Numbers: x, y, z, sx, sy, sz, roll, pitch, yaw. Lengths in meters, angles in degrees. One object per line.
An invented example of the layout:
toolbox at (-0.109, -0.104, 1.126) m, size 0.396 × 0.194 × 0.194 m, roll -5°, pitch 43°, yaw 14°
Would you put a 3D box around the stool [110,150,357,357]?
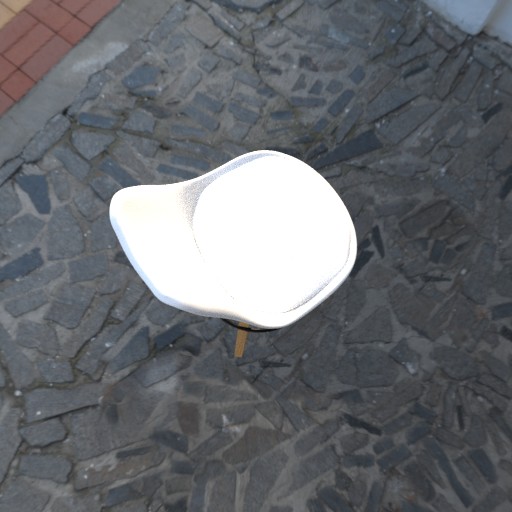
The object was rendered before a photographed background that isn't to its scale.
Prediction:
stool at (0.000, 0.000, 1.374) m, size 0.549 × 1.115 × 0.482 m, roll -33°, pitch 78°, yaw -8°
